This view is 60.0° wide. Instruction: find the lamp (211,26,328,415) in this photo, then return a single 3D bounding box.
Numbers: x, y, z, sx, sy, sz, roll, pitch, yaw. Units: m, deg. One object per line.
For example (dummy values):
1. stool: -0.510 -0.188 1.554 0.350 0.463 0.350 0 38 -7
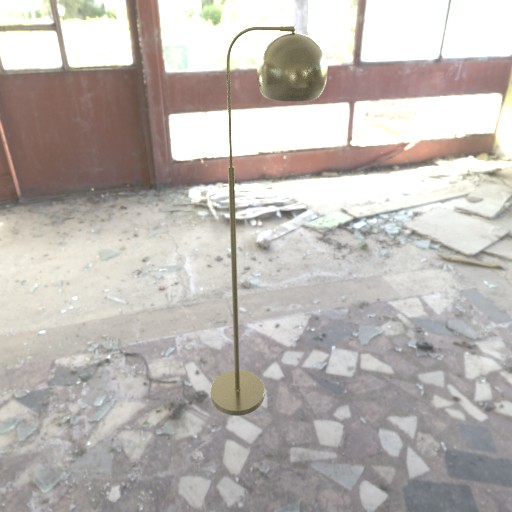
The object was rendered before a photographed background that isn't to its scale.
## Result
1. lamp: 0.000 0.000 1.653 0.431 1.526 0.250 11 32 18
